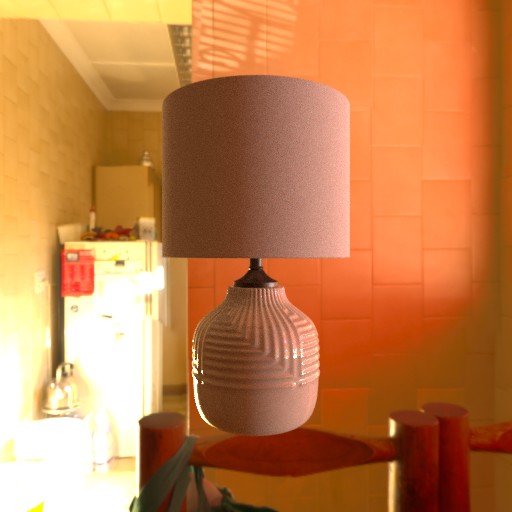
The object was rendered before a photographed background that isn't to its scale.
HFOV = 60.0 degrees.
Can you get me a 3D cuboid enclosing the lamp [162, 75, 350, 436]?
[{"bbox_3d":[0.000,0.000,0.767,0.318,0.567,0.318,0,0,0],"label":"lamp"}]
